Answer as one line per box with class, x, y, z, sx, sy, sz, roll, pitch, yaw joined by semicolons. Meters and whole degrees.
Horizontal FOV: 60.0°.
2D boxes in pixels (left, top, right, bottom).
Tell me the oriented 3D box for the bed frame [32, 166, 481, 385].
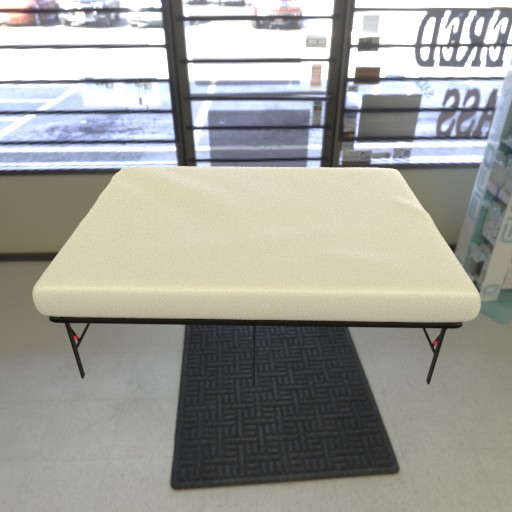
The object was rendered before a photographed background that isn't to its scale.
bed frame;0.000;0.000;2.831;2.151;0.667;1.584;1;33;1
